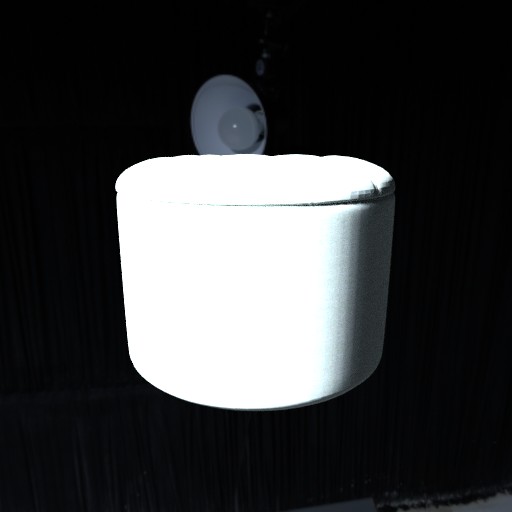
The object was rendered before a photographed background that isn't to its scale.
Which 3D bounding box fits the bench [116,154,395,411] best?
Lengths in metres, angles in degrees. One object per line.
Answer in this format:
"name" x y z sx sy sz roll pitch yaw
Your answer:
"bench" 0.000 0.000 1.033 0.600 0.453 0.600 0 15 0
